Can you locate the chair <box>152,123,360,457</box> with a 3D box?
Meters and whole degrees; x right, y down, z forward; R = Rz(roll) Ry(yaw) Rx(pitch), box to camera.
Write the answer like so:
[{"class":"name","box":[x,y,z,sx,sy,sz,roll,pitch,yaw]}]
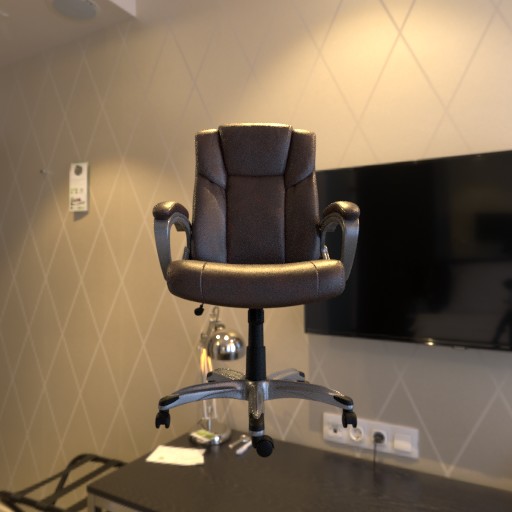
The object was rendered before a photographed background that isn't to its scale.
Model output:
[{"class":"chair","box":[0.000,0.000,1.577,0.656,1.128,0.692,0,-1,0]}]
